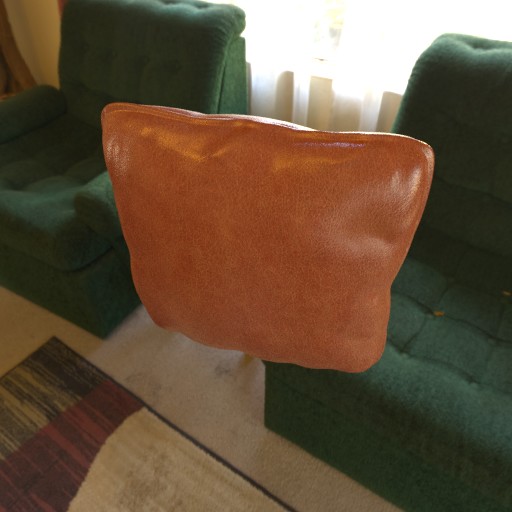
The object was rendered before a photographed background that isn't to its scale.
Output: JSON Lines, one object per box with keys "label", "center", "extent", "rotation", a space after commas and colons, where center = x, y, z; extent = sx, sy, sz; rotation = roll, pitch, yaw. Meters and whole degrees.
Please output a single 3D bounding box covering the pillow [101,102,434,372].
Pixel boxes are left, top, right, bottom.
{"label": "pillow", "center": [0.000, 0.000, 0.817], "extent": [0.532, 0.523, 0.236], "rotation": [11, 42, 12]}
